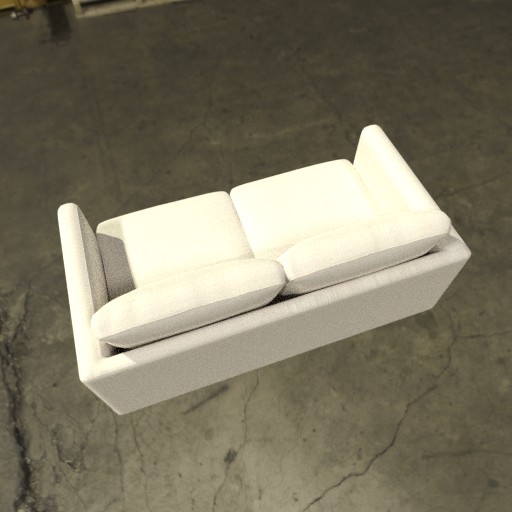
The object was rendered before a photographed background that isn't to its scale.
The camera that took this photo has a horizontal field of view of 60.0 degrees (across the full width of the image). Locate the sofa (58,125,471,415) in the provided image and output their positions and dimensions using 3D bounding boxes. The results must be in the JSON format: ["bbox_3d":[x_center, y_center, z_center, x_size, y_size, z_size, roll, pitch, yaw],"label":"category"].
[{"bbox_3d":[0.000,0.000,2.240,1.713,0.893,0.940,-16,59,-10],"label":"sofa"}]
